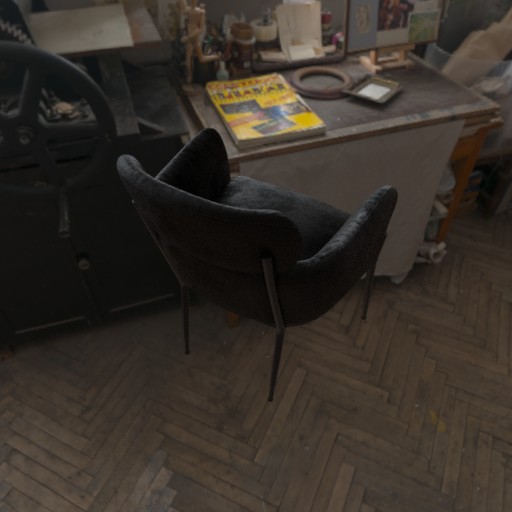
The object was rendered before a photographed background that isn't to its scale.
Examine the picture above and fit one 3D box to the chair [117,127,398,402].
[{"bbox_3d":[0.000,0.000,1.299,0.640,0.818,0.604,23,49,22],"label":"chair"}]
